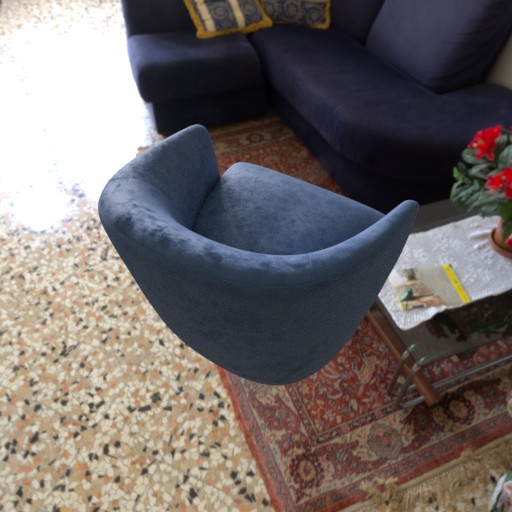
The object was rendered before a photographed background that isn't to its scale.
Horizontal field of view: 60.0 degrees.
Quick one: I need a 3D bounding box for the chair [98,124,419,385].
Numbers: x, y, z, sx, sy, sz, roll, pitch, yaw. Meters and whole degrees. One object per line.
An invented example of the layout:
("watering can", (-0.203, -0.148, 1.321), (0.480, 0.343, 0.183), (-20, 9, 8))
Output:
("chair", (0.000, 0.000, 1.378), (0.773, 0.698, 0.767), (25, 51, 22))
